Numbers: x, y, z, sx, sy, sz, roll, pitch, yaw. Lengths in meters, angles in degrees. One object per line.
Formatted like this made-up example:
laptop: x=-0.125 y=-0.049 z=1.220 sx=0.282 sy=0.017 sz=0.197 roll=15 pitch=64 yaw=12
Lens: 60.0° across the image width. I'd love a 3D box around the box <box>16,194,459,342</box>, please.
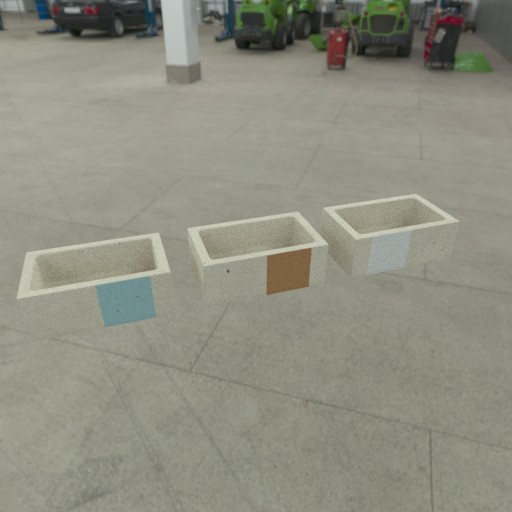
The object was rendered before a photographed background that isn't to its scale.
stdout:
box: x=0.000 y=0.000 z=0.488 sx=0.461 sy=0.051 sz=0.082 roll=-10 pitch=33 yaw=-15
